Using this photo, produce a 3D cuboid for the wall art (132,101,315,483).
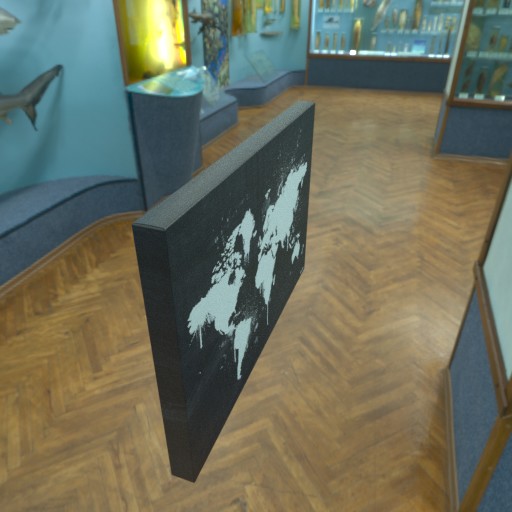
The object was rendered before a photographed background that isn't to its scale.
[{"bbox_3d":[0.000,0.000,0.779,0.038,0.409,0.610,11,32,17],"label":"wall art"}]
